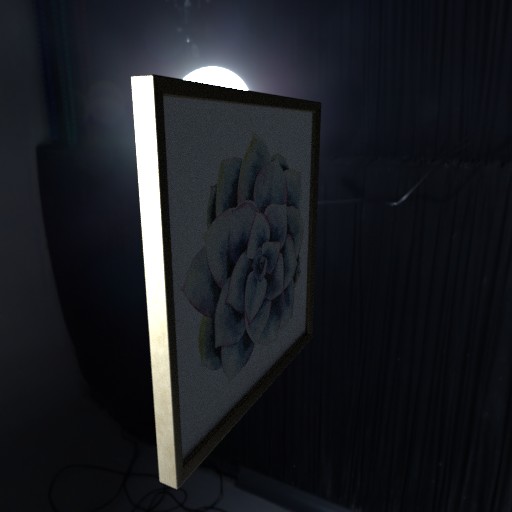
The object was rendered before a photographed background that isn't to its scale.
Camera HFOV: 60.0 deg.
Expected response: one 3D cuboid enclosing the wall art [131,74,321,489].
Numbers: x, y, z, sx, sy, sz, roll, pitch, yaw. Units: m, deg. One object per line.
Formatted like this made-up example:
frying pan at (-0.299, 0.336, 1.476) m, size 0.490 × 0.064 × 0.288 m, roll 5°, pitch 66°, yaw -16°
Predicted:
wall art at (0.000, 0.000, 0.732) m, size 0.030 × 0.506 × 0.503 m, roll 8°, pitch 18°, yaw 26°
